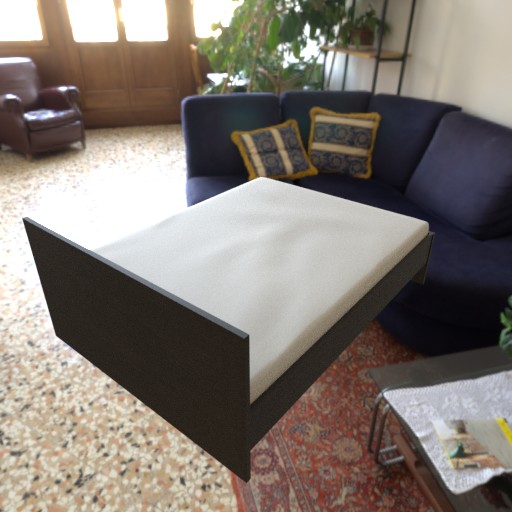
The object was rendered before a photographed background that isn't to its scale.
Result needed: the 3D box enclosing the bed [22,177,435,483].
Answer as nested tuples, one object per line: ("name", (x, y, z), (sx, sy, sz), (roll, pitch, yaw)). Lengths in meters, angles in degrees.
("bed", (0.000, 0.000, 2.872), (1.585, 0.823, 2.073), (22, 36, 33))
